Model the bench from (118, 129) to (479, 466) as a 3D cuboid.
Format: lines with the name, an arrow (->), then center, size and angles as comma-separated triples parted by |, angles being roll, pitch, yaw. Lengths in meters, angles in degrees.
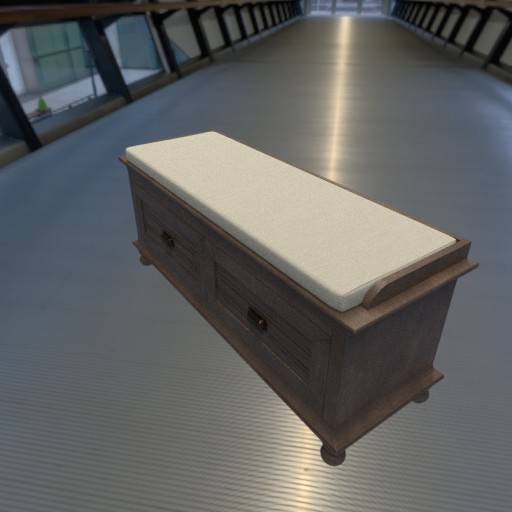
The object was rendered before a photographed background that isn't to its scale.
bench -> 0.000, 0.000, 1.423 | 0.402, 0.501, 1.185 | -20, 37, -30
